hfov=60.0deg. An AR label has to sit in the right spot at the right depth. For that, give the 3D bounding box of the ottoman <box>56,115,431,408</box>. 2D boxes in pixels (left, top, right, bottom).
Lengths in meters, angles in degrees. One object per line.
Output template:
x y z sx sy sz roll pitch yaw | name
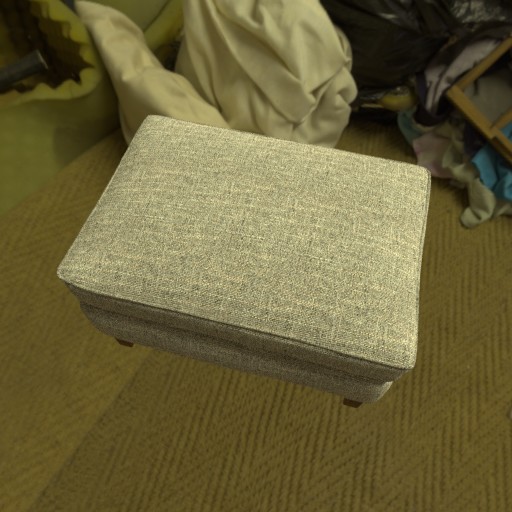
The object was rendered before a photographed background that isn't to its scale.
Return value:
0.000 0.000 1.019 0.686 0.406 0.508 13 60 8 | ottoman
